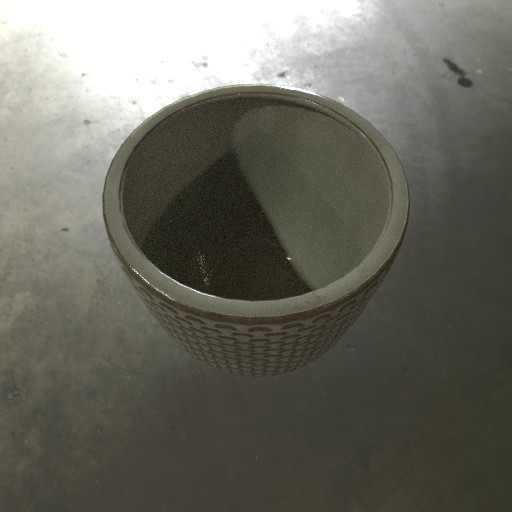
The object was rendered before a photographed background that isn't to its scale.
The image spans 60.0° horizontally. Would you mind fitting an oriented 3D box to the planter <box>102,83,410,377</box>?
[{"bbox_3d":[0.000,0.000,0.254,0.139,0.130,0.139,0,58,0],"label":"planter"}]
